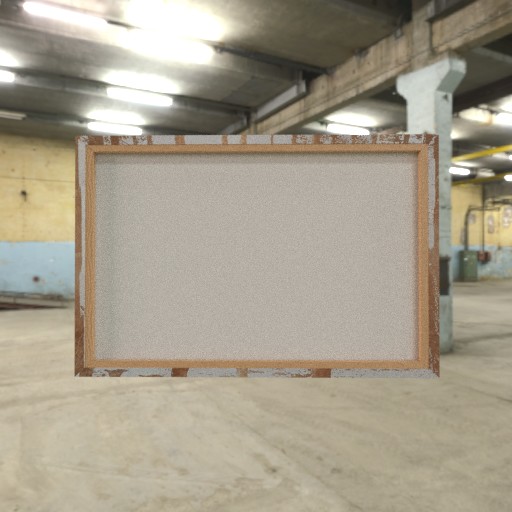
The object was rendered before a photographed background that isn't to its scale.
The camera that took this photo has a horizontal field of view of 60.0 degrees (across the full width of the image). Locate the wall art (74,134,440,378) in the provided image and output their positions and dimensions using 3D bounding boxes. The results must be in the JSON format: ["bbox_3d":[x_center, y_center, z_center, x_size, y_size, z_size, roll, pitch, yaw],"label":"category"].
[{"bbox_3d":[0.000,0.000,1.130,0.914,0.609,0.035,0,0,1],"label":"wall art"}]
